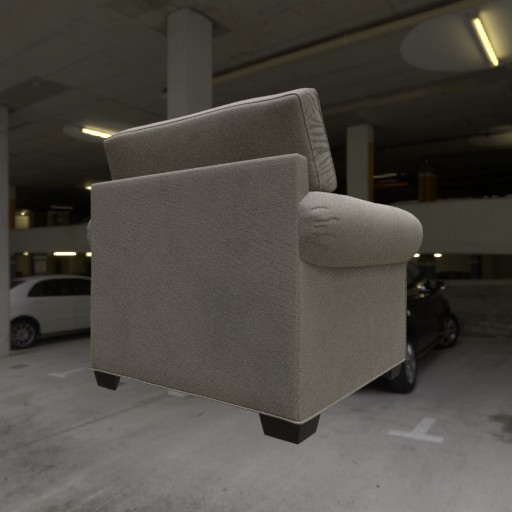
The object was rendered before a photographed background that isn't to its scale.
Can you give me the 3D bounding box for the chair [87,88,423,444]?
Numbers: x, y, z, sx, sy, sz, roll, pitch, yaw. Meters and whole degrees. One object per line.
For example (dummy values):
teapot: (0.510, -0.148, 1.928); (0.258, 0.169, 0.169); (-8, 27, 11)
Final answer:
chair: (0.000, 0.000, 1.863); (1.147, 1.044, 0.939); (0, 1, 36)
